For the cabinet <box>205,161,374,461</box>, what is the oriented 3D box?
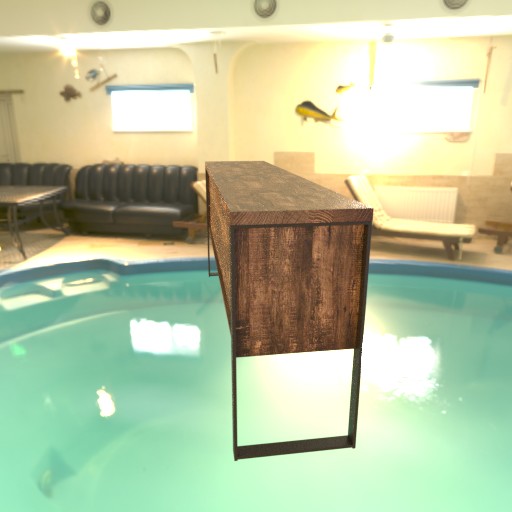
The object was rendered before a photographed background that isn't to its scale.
[{"bbox_3d":[0.000,0.000,2.113,0.395,0.762,1.800,-2,16,-8],"label":"cabinet"}]
